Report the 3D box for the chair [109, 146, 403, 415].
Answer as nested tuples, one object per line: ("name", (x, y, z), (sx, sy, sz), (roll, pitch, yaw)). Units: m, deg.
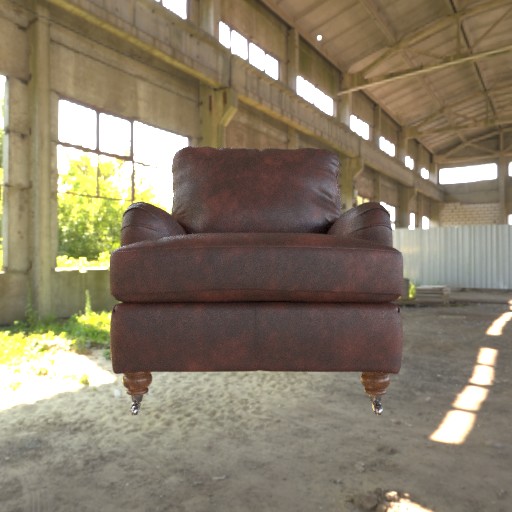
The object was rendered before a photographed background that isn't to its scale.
("chair", (0.000, 0.000, 1.961), (0.987, 1.051, 1.156), (0, -1, 0))
